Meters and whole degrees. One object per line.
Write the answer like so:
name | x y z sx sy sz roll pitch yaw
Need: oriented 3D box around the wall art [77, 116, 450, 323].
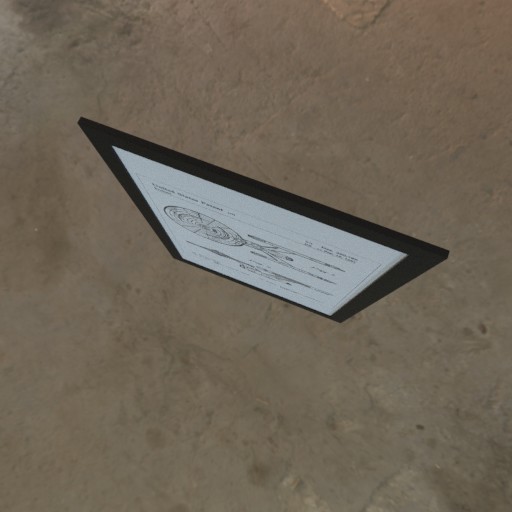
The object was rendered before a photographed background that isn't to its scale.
wall art | 0.000 0.000 0.679 0.379 0.530 0.008 21 76 5
